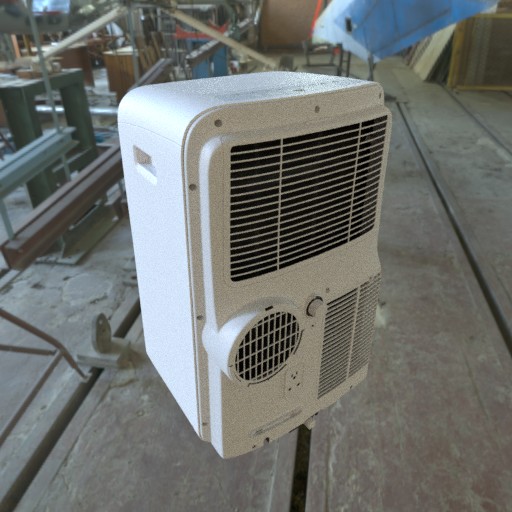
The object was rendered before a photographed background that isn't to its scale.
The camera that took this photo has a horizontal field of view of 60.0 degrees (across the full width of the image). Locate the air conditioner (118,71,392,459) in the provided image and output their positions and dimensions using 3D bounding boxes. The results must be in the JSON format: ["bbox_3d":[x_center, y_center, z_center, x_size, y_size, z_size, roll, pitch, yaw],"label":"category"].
[{"bbox_3d":[0.000,0.000,1.022,0.478,0.765,0.467,-20,36,-30],"label":"air conditioner"}]
